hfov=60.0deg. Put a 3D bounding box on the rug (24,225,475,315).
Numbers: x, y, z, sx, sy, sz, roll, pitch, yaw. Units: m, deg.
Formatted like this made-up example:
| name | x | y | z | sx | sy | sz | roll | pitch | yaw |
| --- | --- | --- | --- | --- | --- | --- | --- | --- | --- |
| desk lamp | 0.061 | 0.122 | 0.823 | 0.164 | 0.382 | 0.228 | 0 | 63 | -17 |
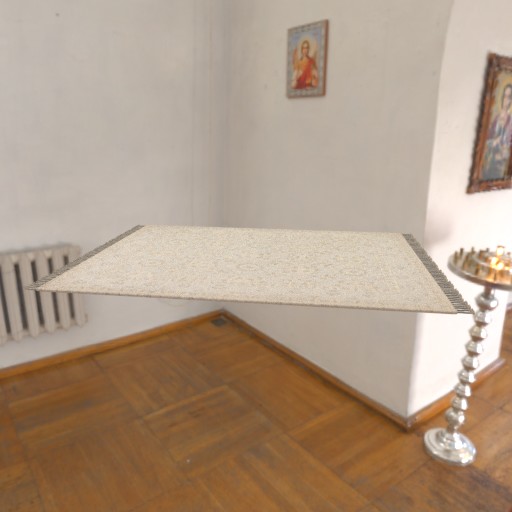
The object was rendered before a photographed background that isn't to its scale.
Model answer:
| name | x | y | z | sx | sy | sz | roll | pitch | yaw |
| --- | --- | --- | --- | --- | --- | --- | --- | --- | --- |
| rug | 0.000 | 0.000 | 2.294 | 1.771 | 0.015 | 1.223 | 2 | 17 | 8 |
